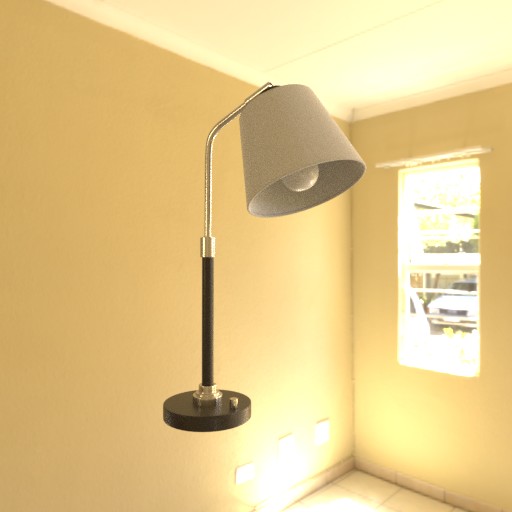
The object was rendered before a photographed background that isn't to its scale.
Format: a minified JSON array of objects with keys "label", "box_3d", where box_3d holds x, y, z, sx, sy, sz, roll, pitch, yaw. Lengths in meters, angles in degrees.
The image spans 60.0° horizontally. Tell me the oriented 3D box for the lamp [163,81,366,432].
[{"label":"lamp","box_3d":[0.000,0.000,0.697,0.348,0.539,0.181,-1,-1,35]}]
